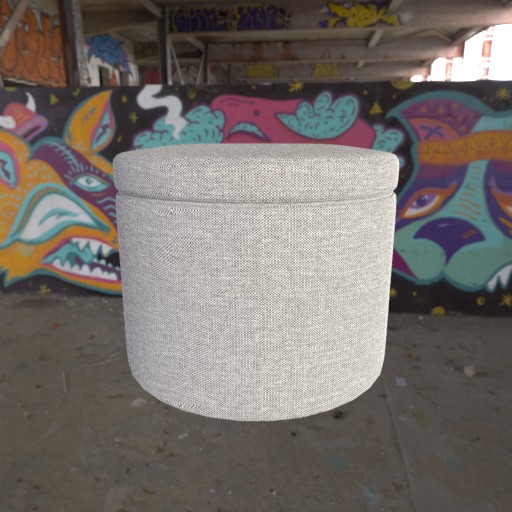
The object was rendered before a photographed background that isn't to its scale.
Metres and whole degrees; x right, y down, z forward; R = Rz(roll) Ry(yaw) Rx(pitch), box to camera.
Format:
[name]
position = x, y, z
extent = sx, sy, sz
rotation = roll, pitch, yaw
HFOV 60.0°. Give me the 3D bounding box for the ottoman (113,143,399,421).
[ottoman]
position = 0.000, 0.000, 0.853
extent = 0.500, 0.419, 0.500
rotation = 0, 14, 0
